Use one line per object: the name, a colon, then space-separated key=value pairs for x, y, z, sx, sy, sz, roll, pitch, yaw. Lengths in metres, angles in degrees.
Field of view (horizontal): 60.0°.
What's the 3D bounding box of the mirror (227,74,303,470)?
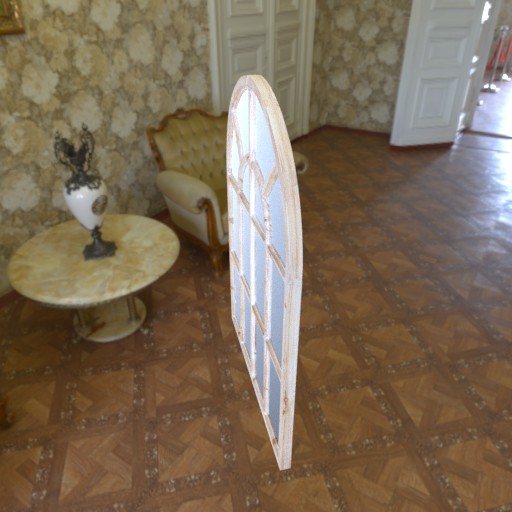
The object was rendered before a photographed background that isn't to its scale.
mirror: x=0.000 y=0.000 z=1.208 sx=0.032 sy=0.920 sz=0.660 roll=-7 pitch=31 yaw=-12
